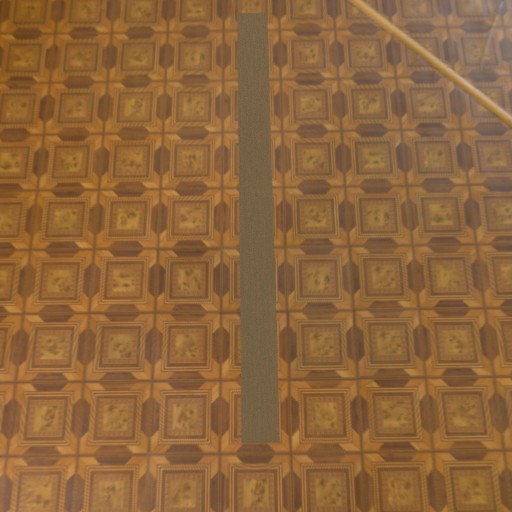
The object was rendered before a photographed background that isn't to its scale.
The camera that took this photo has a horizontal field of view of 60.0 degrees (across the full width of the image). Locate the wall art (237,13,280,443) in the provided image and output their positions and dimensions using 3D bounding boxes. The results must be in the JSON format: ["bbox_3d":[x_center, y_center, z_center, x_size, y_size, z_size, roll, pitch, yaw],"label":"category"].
[{"bbox_3d":[0.000,0.000,0.746,0.038,0.506,0.508,-1,76,0],"label":"wall art"}]
